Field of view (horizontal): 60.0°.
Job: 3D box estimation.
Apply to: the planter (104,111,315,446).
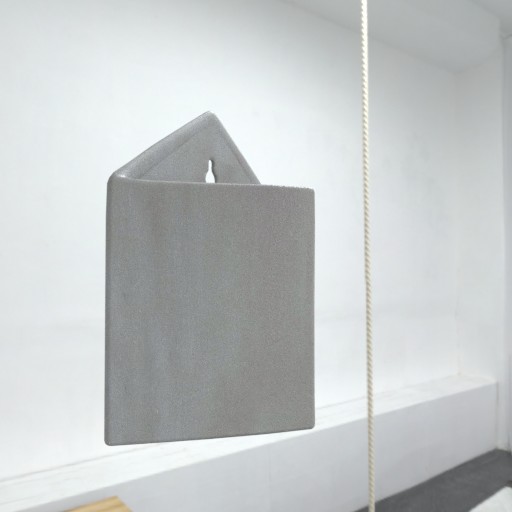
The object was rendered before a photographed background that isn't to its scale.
[{"bbox_3d":[0.000,0.000,0.272,0.080,0.194,0.163,-1,-1,35],"label":"planter"}]
